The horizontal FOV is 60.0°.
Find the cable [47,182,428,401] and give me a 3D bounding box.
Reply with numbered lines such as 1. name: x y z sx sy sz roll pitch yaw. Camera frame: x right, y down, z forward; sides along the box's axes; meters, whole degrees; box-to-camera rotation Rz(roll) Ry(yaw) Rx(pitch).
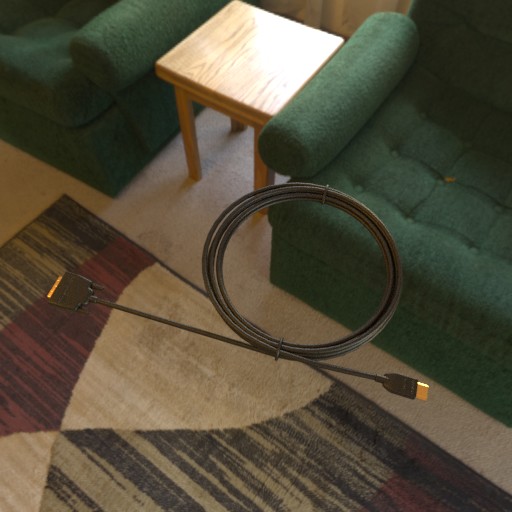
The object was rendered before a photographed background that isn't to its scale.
1. cable: 0.000 0.000 0.527 0.422 0.030 0.257 15 60 9
